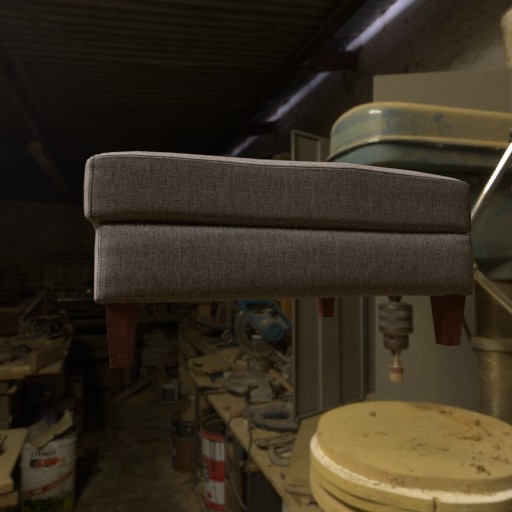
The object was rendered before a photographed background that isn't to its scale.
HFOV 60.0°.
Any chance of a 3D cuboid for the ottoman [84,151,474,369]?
[{"bbox_3d":[0.000,0.000,1.422,0.994,0.492,0.839,1,-2,-18],"label":"ottoman"}]
